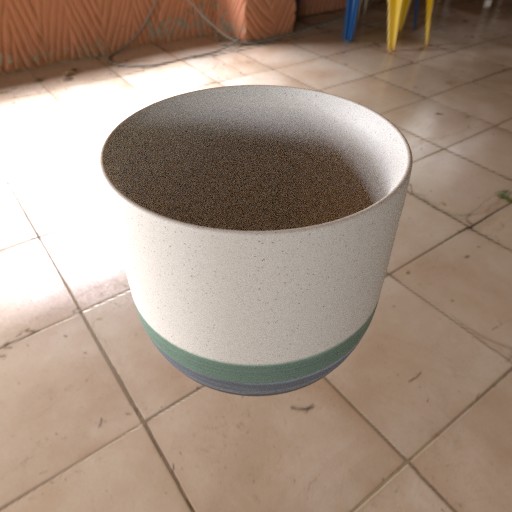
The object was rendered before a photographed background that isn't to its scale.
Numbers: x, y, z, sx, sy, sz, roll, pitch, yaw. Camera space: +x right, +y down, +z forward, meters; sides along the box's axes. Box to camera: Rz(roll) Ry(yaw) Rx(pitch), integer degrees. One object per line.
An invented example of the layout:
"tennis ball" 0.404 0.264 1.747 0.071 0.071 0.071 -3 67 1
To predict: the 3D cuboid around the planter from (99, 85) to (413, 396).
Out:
"planter" 0.000 0.000 0.476 0.268 0.270 0.268 0 41 0
